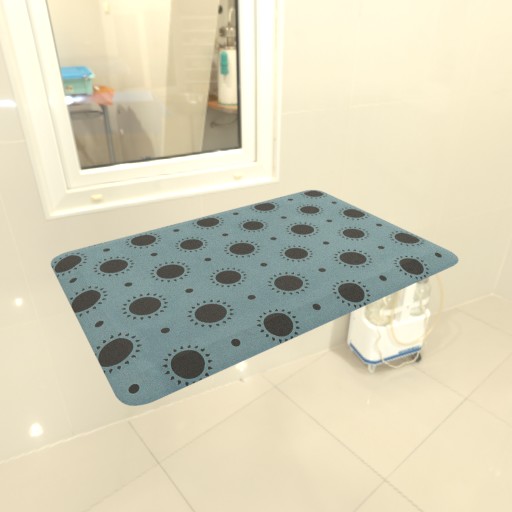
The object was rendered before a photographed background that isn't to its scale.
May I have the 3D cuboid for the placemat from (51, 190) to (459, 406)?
[{"bbox_3d":[0.000,0.000,0.965,0.762,0.021,0.508,-18,34,-28],"label":"placemat"}]
